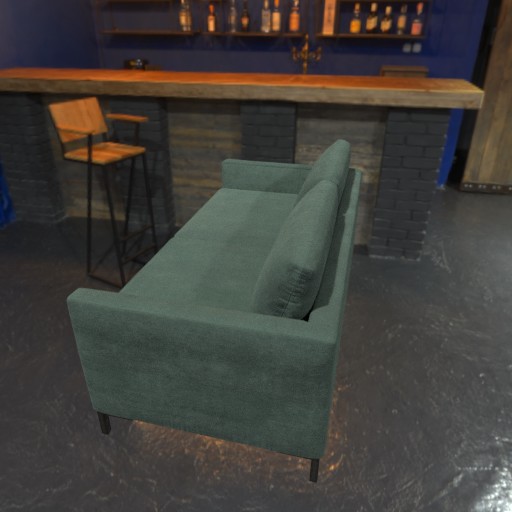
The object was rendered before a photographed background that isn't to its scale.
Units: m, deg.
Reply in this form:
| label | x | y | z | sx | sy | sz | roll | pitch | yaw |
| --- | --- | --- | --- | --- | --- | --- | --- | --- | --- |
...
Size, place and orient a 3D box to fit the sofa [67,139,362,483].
| label | x | y | z | sx | sy | sz | roll | pitch | yaw |
| --- | --- | --- | --- | --- | --- | --- | --- | --- | --- |
| sofa | 0.000 | 0.000 | 2.102 | 0.875 | 0.817 | 1.676 | 7 | 29 | 13 |
